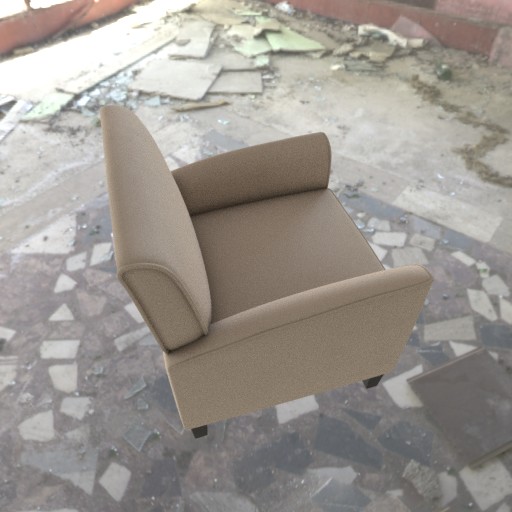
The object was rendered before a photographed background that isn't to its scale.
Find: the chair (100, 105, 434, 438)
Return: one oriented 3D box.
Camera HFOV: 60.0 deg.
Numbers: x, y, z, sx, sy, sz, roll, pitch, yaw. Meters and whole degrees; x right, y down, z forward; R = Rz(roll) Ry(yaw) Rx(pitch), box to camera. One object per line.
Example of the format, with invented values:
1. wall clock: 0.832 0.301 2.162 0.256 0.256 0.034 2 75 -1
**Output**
1. chair: 0.000 0.000 1.544 0.820 0.915 0.820 -12 48 -11
